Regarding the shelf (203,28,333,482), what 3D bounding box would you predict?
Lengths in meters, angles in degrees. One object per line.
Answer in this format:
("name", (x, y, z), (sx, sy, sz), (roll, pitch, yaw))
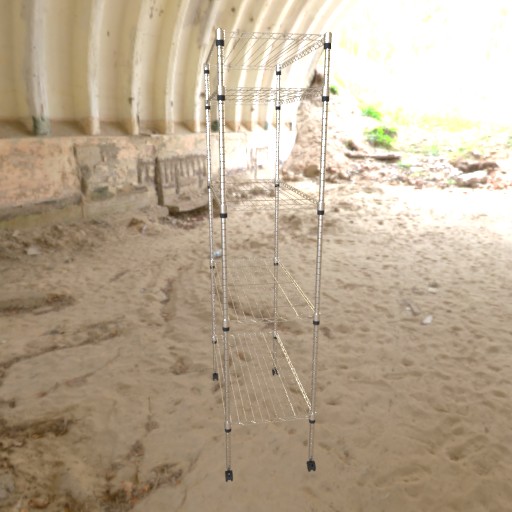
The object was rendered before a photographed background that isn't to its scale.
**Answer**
("shelf", (0.000, 0.000, 1.863), (0.356, 1.587, 0.762), (-3, 16, -9))
